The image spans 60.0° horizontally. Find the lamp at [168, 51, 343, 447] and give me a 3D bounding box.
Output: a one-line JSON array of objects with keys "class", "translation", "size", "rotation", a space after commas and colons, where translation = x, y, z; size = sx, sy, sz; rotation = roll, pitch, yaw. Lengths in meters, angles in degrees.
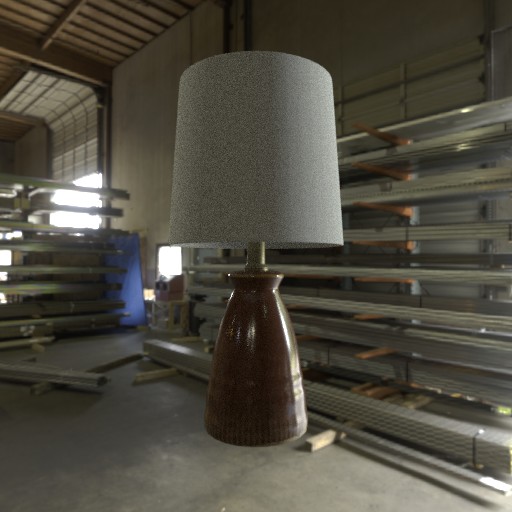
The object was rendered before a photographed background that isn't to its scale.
[{"class": "lamp", "translation": [0.000, 0.000, 0.480], "size": [0.186, 0.369, 0.186], "rotation": [0, -1, 0]}]
